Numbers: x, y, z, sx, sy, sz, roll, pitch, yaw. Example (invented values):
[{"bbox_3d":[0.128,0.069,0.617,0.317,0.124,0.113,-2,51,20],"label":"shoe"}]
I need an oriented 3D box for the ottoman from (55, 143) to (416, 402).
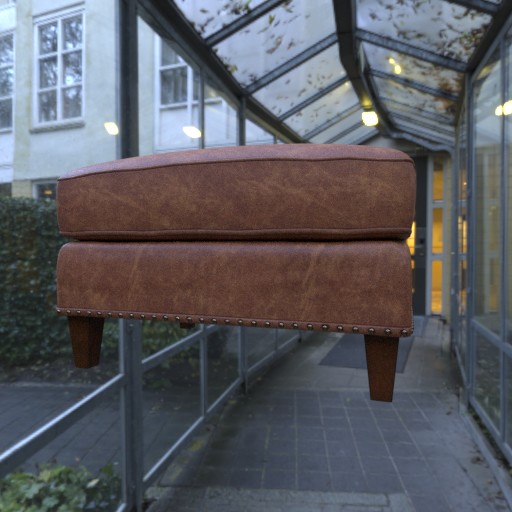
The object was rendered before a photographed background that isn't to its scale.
[{"bbox_3d":[0.000,0.000,1.107,0.742,0.486,0.586,1,2,19],"label":"ottoman"}]
